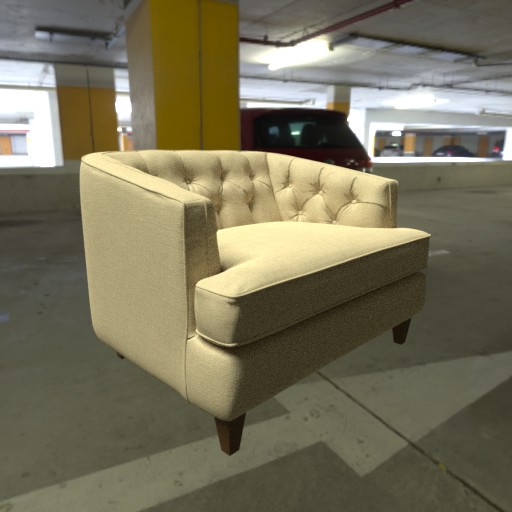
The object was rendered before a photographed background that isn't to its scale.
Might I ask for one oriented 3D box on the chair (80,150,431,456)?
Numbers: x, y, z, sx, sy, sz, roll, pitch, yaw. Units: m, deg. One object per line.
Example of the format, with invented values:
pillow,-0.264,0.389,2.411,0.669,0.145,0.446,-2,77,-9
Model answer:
chair,0.000,0.000,1.689,0.914,0.787,1.118,13,18,43
